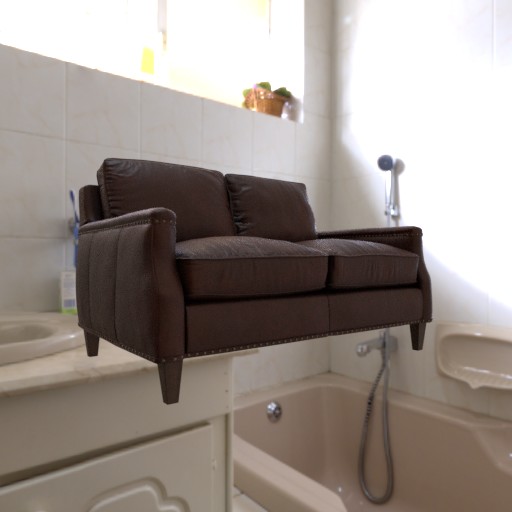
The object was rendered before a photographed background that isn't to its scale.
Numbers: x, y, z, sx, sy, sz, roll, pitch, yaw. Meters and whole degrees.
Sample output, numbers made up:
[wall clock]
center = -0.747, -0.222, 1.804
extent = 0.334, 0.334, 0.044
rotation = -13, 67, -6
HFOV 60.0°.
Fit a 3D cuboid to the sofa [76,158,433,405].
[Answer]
[sofa]
center = 0.000, 0.000, 2.320
extent = 1.628, 1.003, 1.083
rotation = 0, 0, -37
